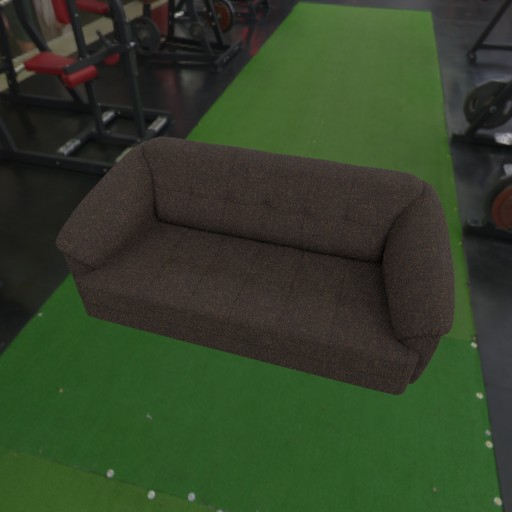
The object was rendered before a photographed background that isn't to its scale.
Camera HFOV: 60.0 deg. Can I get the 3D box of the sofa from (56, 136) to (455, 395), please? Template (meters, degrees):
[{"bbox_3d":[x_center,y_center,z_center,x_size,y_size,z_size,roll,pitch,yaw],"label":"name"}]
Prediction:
[{"bbox_3d":[0.000,0.000,2.302,1.849,0.790,0.887,12,43,13],"label":"sofa"}]
